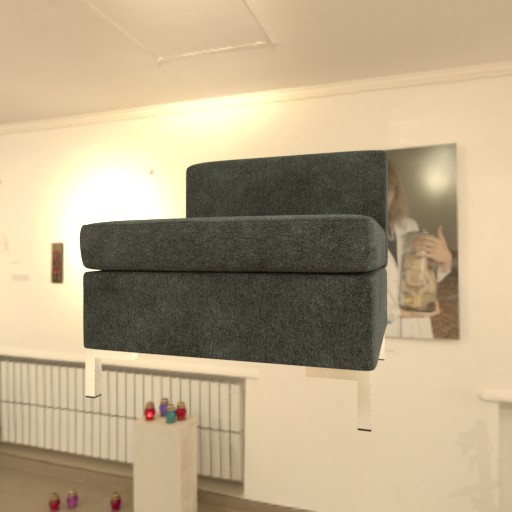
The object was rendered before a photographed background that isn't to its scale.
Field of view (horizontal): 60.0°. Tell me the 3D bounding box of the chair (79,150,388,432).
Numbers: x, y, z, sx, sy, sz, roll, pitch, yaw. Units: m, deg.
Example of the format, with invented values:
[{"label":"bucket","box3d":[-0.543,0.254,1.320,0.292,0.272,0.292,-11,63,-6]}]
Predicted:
[{"label":"chair","box3d":[0.000,0.000,1.222,0.680,0.660,0.680,0,0,18]}]
